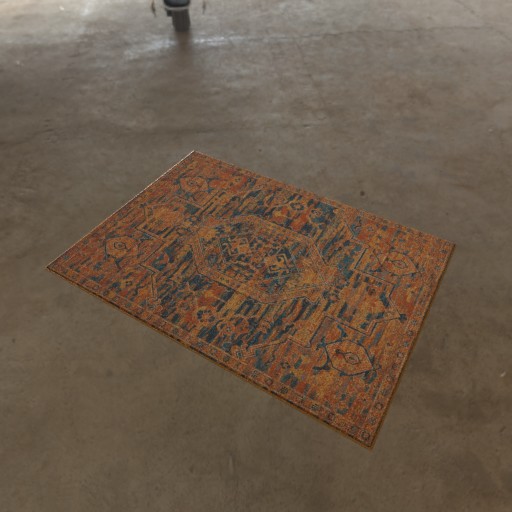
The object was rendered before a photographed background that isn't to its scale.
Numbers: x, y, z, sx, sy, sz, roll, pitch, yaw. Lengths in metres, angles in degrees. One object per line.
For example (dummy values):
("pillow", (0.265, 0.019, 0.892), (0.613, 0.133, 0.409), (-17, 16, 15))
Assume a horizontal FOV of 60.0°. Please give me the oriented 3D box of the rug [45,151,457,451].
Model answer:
("rug", (0.000, 0.000, 2.907), (2.204, 0.024, 1.588), (23, 50, 21))
